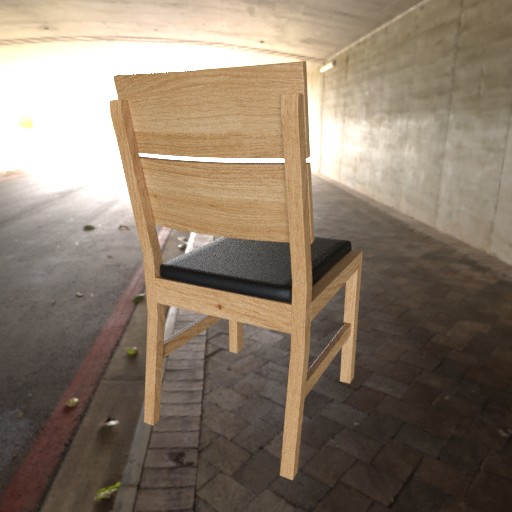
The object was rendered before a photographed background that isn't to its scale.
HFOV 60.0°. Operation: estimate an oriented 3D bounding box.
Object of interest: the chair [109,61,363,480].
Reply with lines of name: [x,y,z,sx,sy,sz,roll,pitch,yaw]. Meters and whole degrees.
chair: [0.000,0.000,1.275,0.475,0.950,0.569,9,18,27]
